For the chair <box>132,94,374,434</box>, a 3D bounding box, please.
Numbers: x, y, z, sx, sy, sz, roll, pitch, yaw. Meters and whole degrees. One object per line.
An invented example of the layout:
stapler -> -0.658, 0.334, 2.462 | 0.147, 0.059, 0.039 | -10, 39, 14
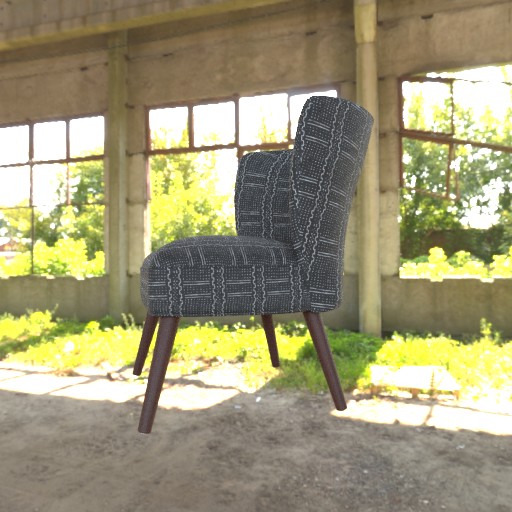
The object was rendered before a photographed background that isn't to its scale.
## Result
chair -> 0.000, 0.000, 1.441 | 0.758, 0.866, 0.710 | 0, -1, -17
